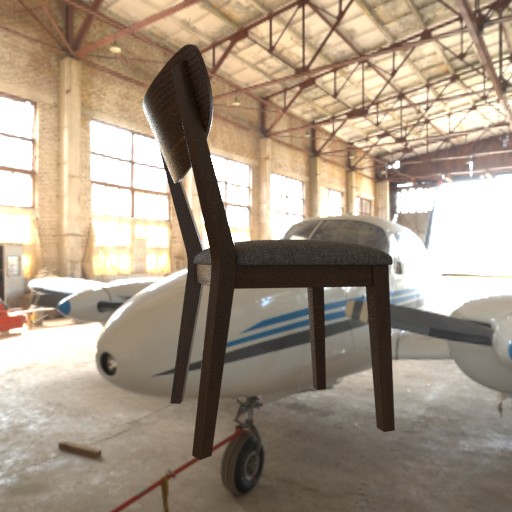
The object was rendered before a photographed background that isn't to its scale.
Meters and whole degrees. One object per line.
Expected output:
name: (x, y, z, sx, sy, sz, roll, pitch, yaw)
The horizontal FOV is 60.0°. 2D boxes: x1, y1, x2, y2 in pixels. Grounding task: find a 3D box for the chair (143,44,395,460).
chair: (0.000, 0.000, 1.174, 0.583, 0.849, 0.491, 0, -1, -18)
